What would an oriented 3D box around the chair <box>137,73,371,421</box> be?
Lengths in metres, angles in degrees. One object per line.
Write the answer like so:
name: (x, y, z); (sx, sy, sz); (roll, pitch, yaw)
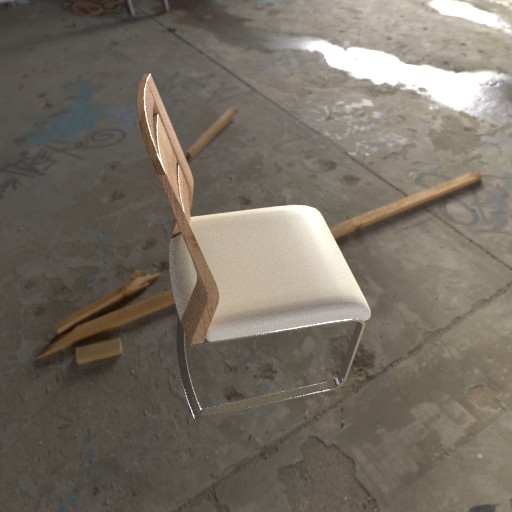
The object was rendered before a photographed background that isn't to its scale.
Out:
chair: (0.000, 0.000, 1.267); (0.561, 0.955, 0.457); (-10, 47, -9)
